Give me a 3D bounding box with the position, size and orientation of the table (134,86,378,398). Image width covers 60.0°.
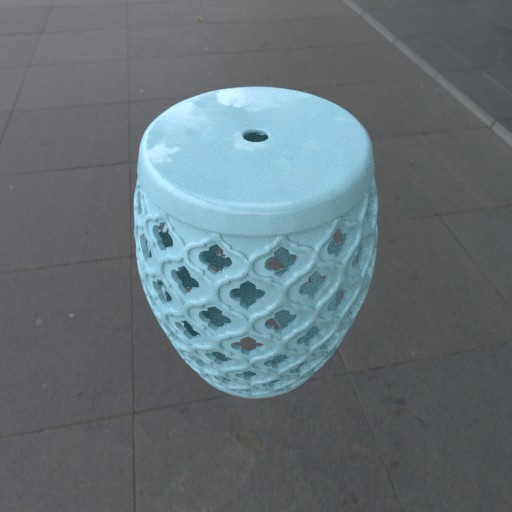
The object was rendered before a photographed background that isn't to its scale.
[{"bbox_3d":[0.000,0.000,0.636,0.325,0.388,0.325,0,45,0],"label":"table"}]
